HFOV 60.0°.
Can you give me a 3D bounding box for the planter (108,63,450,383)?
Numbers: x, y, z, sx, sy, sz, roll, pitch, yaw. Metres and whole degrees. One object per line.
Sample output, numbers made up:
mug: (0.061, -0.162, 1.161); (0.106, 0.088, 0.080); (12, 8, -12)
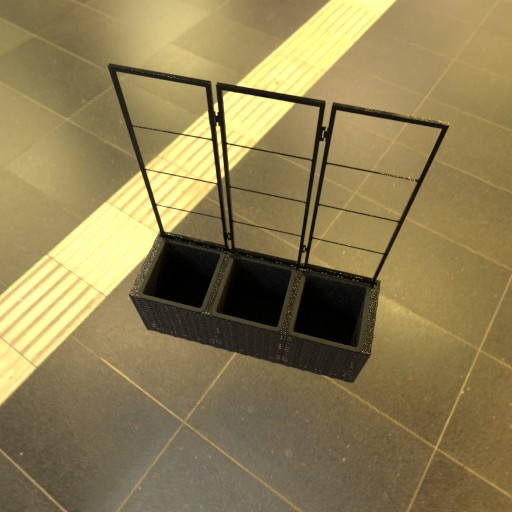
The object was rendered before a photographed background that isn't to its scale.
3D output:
planter: (0.000, 0.000, 1.142); (0.698, 0.841, 0.244); (13, 59, 8)
